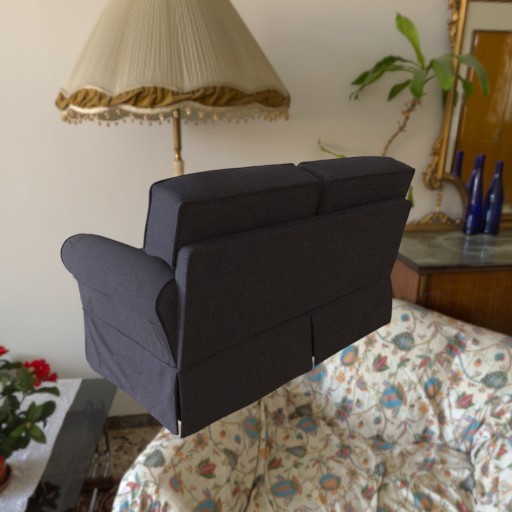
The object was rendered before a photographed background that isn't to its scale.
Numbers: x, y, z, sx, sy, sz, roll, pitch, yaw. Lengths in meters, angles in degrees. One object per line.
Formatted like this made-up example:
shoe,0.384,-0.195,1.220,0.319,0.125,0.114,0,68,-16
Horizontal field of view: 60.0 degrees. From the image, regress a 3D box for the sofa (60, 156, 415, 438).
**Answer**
sofa,0.000,0.000,2.449,1.801,1.059,0.997,-15,23,-41
